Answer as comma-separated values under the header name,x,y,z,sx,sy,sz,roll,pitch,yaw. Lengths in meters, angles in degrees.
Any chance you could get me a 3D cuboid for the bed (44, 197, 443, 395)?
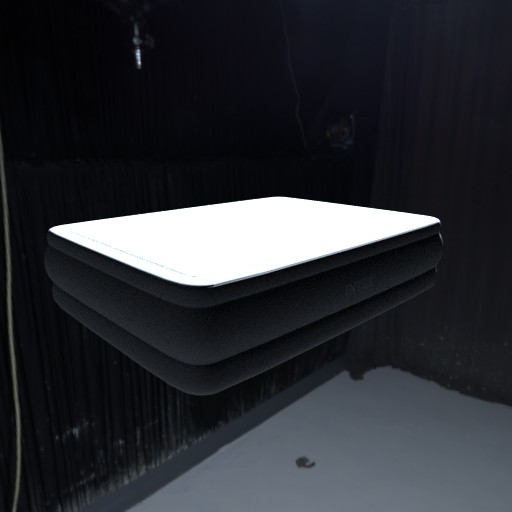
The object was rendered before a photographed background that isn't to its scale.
name,x,y,z,sx,sy,sz,roll,pitch,yaw
bed,0.000,0.000,2.674,2.036,0.460,1.520,-14,21,-42
